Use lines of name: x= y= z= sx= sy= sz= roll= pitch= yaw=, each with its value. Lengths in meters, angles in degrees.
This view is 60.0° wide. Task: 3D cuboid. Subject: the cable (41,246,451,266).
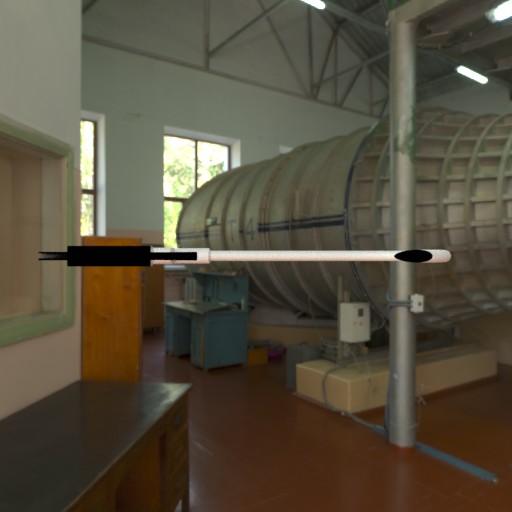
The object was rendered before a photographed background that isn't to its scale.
cable: x=0.000 y=0.000 z=0.113 sx=0.098 sy=0.005 sz=0.041 roll=0 pitch=0 yaw=0
